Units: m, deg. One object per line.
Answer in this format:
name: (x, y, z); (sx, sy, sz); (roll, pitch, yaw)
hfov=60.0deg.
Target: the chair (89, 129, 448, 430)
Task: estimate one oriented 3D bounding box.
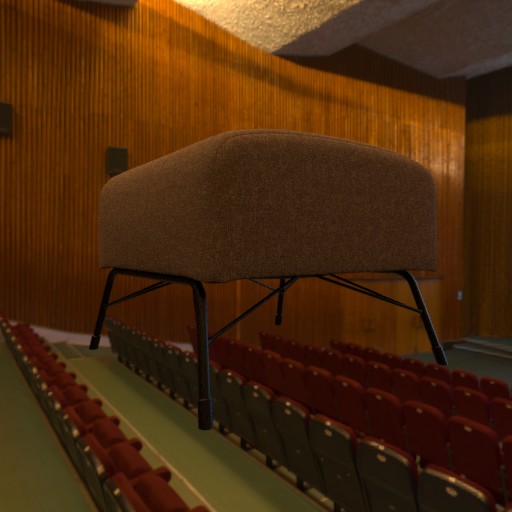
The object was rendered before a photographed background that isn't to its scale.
chair: (0.000, 0.000, 0.903); (0.530, 0.410, 0.530); (-1, 2, -35)
